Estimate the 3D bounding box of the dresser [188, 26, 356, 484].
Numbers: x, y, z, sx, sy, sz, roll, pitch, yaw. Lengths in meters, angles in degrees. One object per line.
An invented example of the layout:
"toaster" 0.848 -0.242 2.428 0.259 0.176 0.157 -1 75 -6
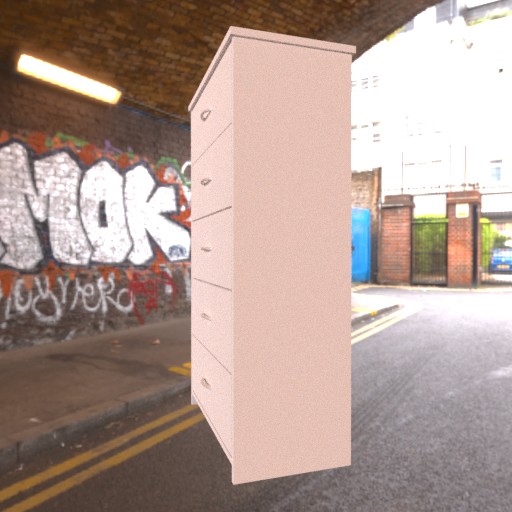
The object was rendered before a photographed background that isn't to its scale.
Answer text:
"dresser" 0.000 0.000 1.599 0.399 1.255 0.704 0 1 -18
